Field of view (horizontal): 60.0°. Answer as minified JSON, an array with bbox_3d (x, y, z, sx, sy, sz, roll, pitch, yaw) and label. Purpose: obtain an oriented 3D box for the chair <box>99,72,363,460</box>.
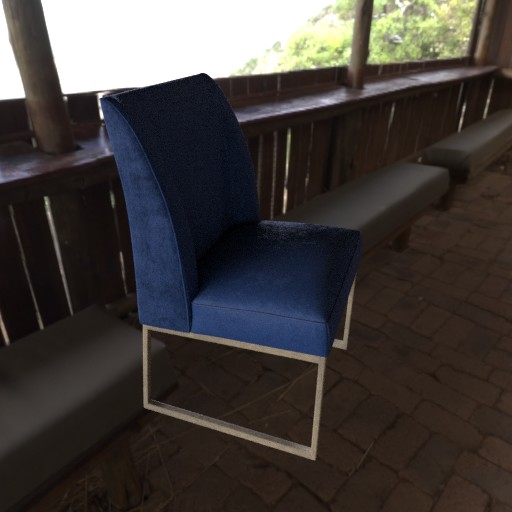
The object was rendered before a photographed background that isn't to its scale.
[{"bbox_3d":[0.000,0.000,1.201,0.522,0.863,0.508,10,30,17],"label":"chair"}]
